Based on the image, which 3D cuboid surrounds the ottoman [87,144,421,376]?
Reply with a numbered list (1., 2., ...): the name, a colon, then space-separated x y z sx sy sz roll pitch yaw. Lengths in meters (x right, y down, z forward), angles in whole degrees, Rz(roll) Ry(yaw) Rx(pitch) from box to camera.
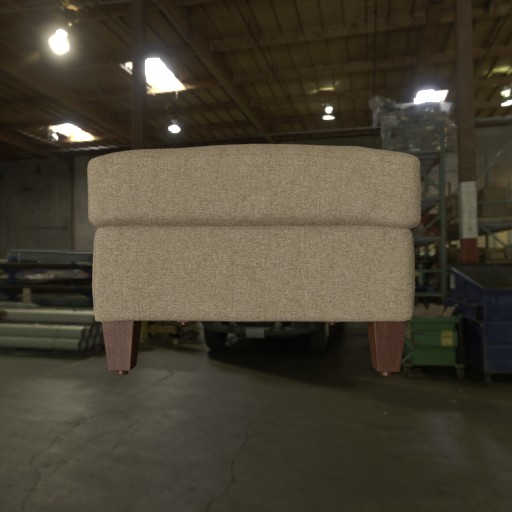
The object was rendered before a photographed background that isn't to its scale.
1. ottoman: 0.000 0.000 1.312 0.692 0.511 0.889 0 -1 1
